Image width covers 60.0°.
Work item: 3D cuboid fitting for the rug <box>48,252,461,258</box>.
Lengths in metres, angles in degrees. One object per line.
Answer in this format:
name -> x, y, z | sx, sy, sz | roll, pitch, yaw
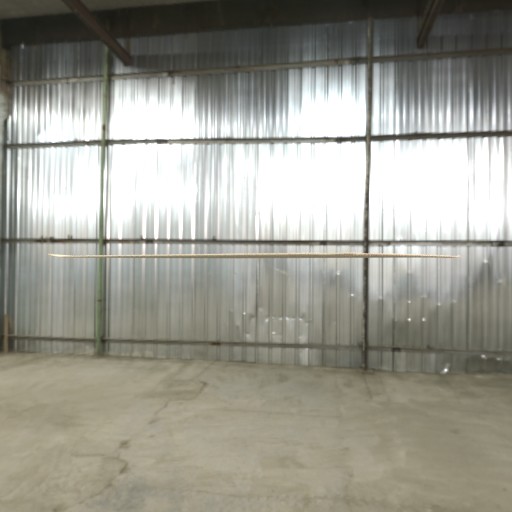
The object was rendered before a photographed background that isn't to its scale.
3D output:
rug -> 0.000, 0.000, 3.941 | 2.897, 0.035, 2.277 | 0, -1, 37
